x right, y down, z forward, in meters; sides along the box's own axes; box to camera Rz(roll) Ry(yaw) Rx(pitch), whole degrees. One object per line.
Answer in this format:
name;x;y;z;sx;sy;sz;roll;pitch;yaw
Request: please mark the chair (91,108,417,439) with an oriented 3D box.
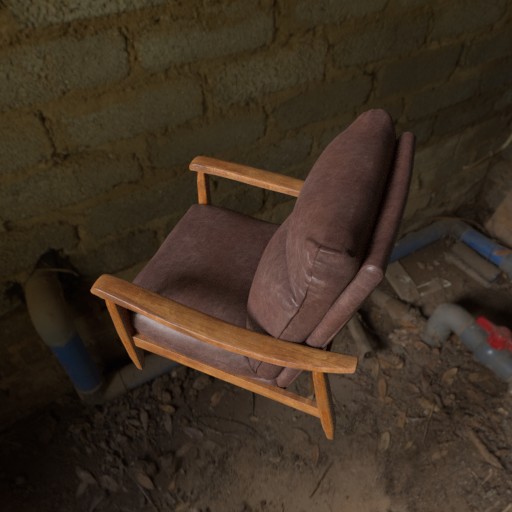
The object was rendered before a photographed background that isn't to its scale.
chair;0.000;0.000;1.511;0.830;0.897;0.782;16;49;14
